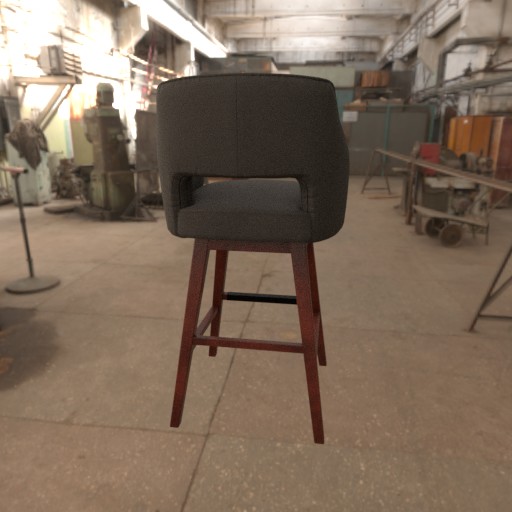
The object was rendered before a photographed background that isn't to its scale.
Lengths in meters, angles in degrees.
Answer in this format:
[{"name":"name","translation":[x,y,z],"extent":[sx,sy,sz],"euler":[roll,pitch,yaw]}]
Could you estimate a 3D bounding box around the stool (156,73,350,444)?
[{"name":"stool","translation":[0.000,0.000,1.393],"extent":[0.548,1.012,0.558],"euler":[3,16,9]}]
